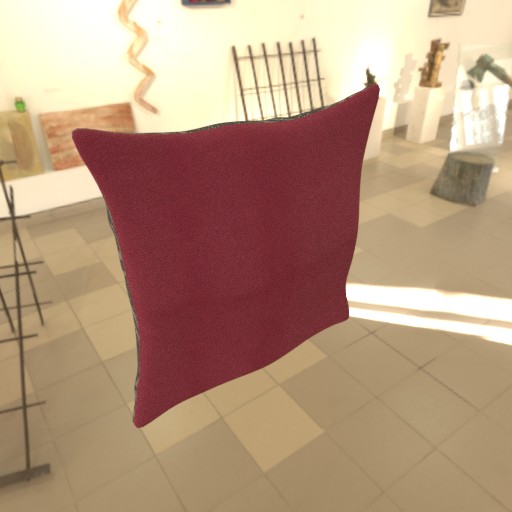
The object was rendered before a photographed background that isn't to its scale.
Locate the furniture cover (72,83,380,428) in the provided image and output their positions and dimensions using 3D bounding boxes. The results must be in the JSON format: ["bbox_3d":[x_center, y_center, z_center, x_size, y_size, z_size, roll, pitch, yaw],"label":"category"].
[{"bbox_3d":[0.000,0.000,0.760,0.514,0.513,0.163,-20,37,-30],"label":"furniture cover"}]
